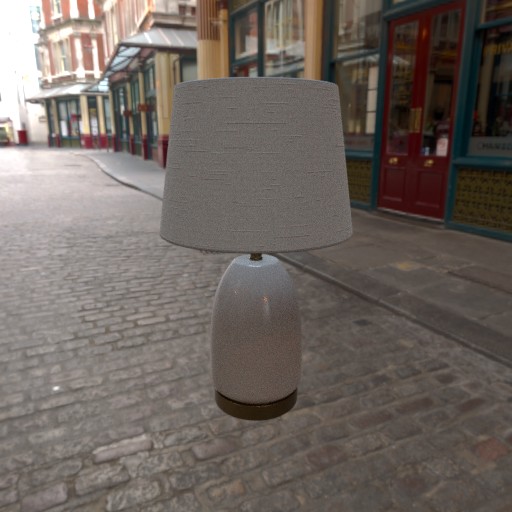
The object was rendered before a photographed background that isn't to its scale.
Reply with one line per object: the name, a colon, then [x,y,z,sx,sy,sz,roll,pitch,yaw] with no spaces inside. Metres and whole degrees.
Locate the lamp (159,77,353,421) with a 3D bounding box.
lamp: [0.000,0.000,0.679,0.285,0.483,0.285,0,15,0]
